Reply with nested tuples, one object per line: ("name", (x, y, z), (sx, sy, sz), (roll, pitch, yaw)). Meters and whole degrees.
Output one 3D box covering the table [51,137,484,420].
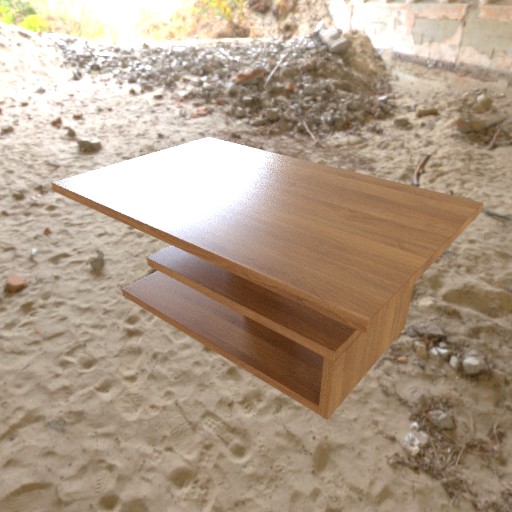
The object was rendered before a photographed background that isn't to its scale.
("table", (0.000, 0.000, 1.439), (1.100, 0.442, 0.700), (22, 37, 34))
